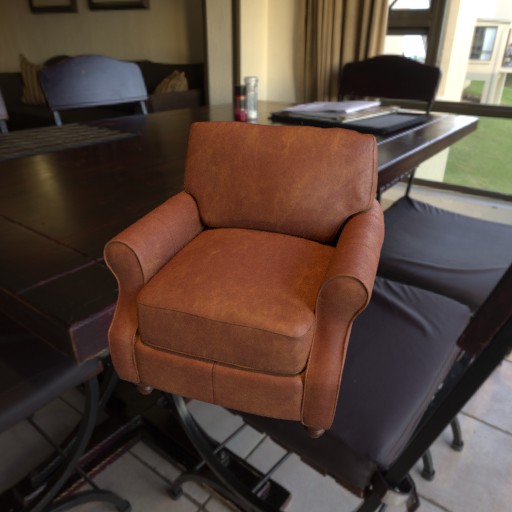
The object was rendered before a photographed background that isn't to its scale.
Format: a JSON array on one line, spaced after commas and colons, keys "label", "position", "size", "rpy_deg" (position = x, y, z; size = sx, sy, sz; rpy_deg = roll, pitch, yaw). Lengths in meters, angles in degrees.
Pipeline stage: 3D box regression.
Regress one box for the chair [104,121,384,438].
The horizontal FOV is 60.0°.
[{"label": "chair", "position": [0.000, 0.000, 1.828], "size": [0.983, 0.962, 0.986], "rpy_deg": [8, 28, 16]}]
